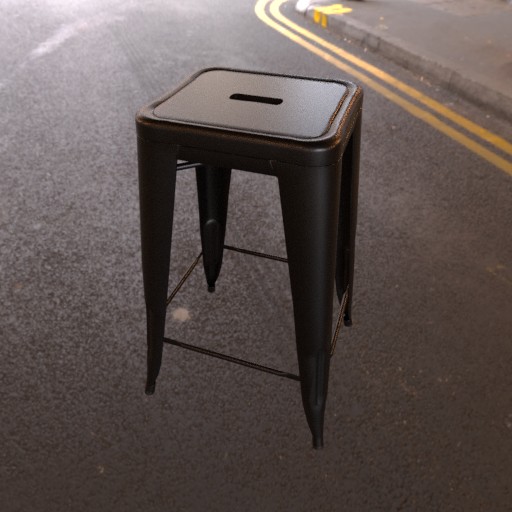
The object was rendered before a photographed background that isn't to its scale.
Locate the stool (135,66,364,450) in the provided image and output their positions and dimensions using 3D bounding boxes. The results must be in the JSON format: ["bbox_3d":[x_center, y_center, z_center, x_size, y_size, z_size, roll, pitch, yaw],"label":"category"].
[{"bbox_3d":[0.000,0.000,0.849,0.399,0.609,0.359,12,41,14],"label":"stool"}]
